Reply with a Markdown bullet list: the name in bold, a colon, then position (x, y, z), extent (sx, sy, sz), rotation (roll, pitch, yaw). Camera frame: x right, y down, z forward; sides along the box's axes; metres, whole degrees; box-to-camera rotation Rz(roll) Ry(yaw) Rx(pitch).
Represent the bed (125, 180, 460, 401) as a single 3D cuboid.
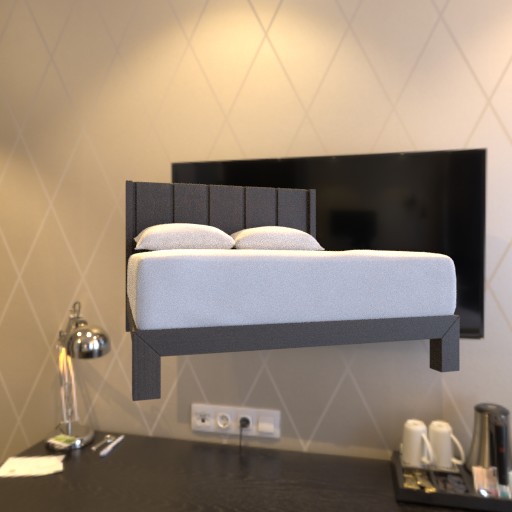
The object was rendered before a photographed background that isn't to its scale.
- **bed**: position (0.000, 0.000, 3.123), extent (1.735, 1.261, 1.992), rotation (0, 0, -17)
